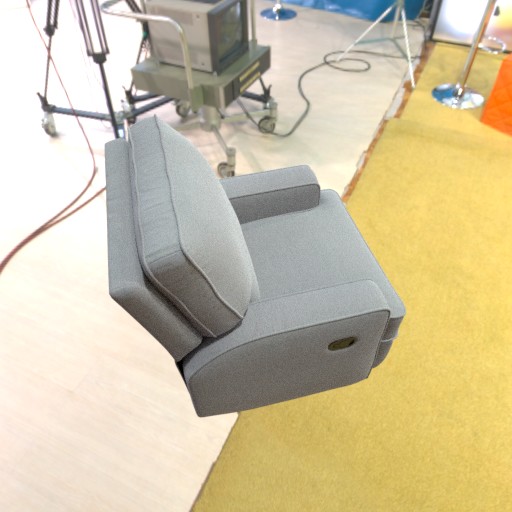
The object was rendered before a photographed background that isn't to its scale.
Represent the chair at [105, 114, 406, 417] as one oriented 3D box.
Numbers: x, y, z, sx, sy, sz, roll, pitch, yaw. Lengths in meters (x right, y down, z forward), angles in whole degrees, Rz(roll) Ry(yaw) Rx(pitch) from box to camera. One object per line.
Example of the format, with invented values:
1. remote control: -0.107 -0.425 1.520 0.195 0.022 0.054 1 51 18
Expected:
1. chair: 0.000 0.000 1.730 0.969 0.964 0.861 -10 48 -10
